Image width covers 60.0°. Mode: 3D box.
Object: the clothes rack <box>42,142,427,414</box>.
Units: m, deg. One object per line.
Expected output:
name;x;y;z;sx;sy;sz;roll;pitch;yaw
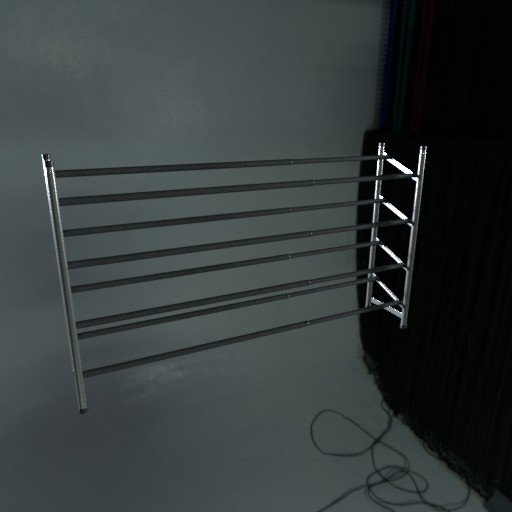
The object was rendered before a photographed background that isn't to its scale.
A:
clothes rack;0.000;0.000;1.432;1.168;0.672;0.229;-8;20;-25
